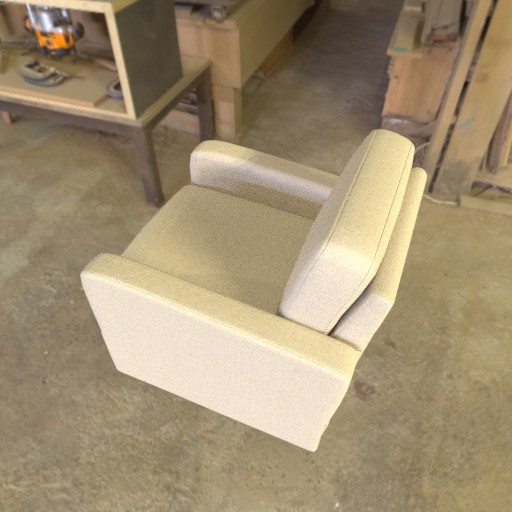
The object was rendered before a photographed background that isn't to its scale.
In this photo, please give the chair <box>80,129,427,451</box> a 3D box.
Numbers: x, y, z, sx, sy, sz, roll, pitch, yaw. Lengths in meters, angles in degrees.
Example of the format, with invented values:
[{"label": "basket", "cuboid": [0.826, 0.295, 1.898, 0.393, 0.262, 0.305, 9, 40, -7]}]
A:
[{"label": "chair", "cuboid": [0.000, 0.000, 1.474, 0.888, 0.827, 0.755, 17, 49, 16]}]
